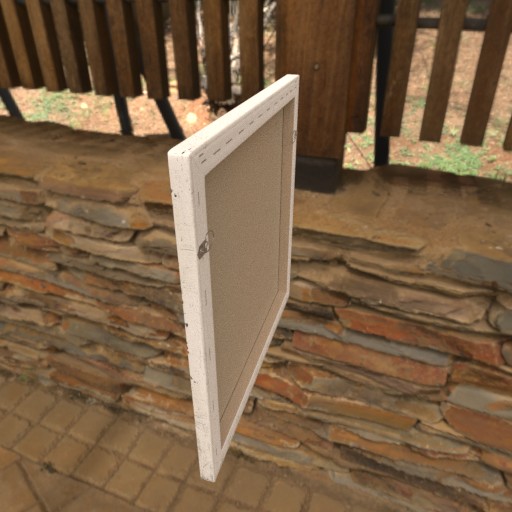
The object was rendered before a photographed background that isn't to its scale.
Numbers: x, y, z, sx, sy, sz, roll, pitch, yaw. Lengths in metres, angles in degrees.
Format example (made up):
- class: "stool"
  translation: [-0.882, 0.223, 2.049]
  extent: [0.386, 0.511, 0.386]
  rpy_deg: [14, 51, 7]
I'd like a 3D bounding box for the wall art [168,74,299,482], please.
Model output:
- class: "wall art"
  translation: [0.000, 0.000, 1.127]
  extent: [0.038, 0.762, 0.762]
  rpy_deg: [9, 31, 14]
